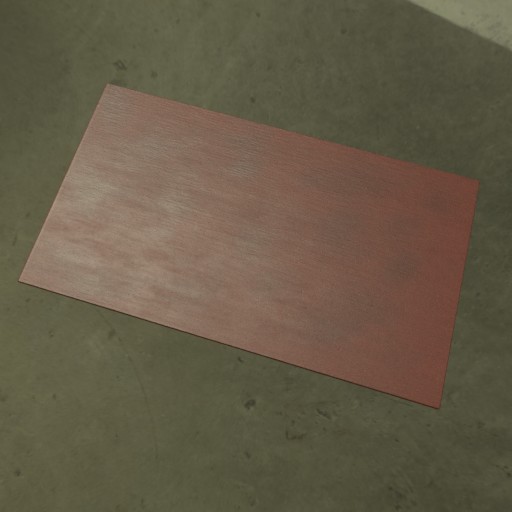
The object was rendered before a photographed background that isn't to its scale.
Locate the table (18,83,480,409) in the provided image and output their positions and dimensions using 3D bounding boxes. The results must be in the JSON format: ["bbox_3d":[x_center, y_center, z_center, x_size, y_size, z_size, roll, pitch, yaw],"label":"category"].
[{"bbox_3d":[0.000,0.000,1.228,0.943,0.456,0.533,16,75,4],"label":"table"}]
